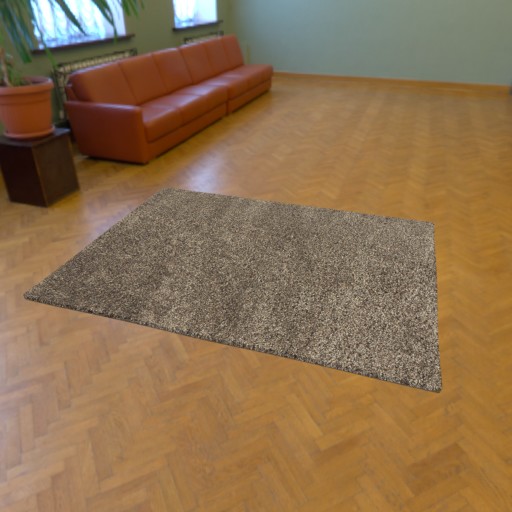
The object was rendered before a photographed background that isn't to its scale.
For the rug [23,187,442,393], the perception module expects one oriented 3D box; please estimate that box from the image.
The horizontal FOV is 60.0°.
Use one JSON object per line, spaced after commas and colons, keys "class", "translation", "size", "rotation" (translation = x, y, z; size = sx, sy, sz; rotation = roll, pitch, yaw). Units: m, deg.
{"class": "rug", "translation": [0.000, 0.000, 2.076], "size": [1.601, 0.025, 1.198], "rotation": [9, 32, 15]}
